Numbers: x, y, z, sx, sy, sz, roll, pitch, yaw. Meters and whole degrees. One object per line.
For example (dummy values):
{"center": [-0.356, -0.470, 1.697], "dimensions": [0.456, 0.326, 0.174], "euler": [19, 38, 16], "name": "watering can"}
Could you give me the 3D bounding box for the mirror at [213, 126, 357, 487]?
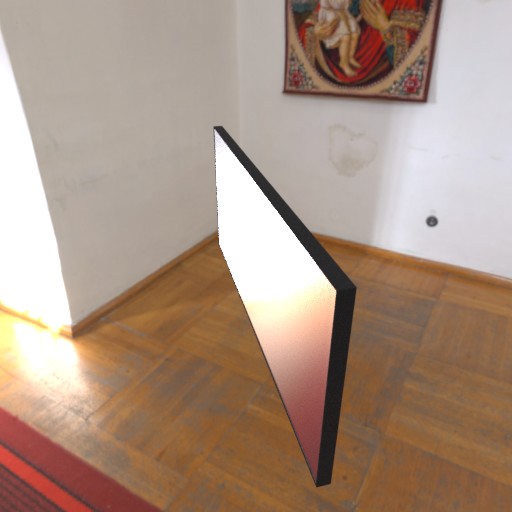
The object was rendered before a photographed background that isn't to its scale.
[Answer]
{"center": [0.000, 0.000, 1.802], "dimensions": [0.047, 0.692, 1.584], "euler": [-7, 30, -13], "name": "mirror"}
